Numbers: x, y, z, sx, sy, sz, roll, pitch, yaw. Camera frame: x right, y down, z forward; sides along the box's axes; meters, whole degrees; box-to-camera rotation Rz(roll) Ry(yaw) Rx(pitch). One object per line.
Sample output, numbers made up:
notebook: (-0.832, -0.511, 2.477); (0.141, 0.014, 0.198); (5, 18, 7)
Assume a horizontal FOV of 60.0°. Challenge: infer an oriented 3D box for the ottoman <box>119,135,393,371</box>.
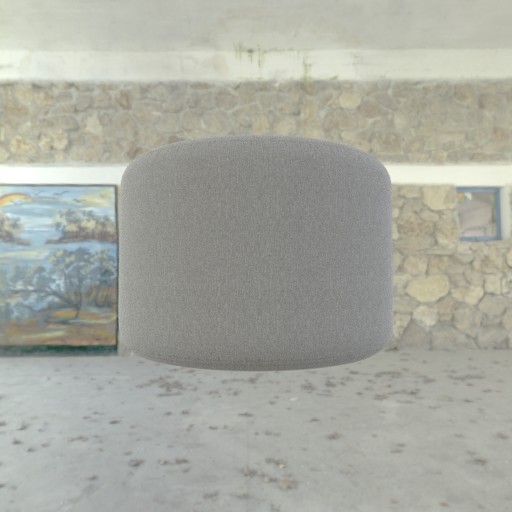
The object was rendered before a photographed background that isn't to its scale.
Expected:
ottoman: (0.000, 0.000, 1.031); (0.608, 0.433, 0.608); (0, -2, 0)
